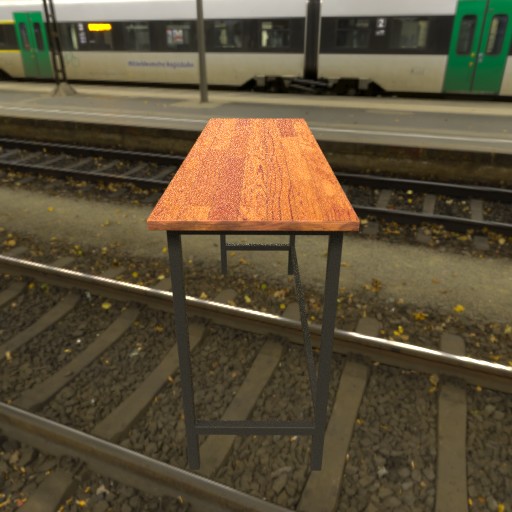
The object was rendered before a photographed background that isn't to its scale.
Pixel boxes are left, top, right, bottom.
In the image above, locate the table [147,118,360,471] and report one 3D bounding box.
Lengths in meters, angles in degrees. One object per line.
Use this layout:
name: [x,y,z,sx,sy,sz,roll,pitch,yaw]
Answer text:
table: [0.000,0.000,1.547,0.408,0.740,1.204,0,26,0]
